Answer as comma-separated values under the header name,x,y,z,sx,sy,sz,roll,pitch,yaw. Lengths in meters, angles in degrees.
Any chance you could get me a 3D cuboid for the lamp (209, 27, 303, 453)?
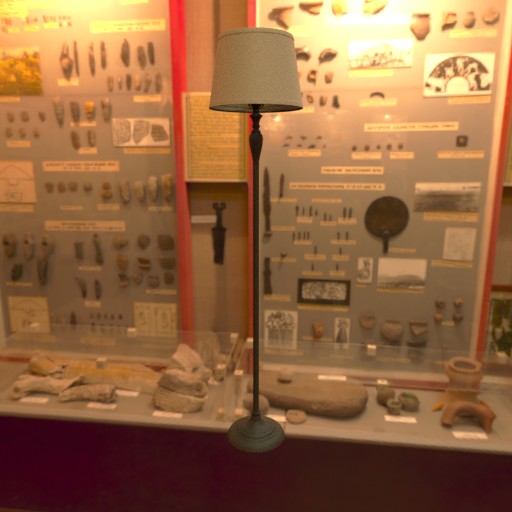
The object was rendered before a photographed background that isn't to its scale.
name,x,y,z,sx,sy,sz,roll,pitch,yaw
lamp,0.000,0.000,1.659,0.327,1.506,0.327,2,13,9
